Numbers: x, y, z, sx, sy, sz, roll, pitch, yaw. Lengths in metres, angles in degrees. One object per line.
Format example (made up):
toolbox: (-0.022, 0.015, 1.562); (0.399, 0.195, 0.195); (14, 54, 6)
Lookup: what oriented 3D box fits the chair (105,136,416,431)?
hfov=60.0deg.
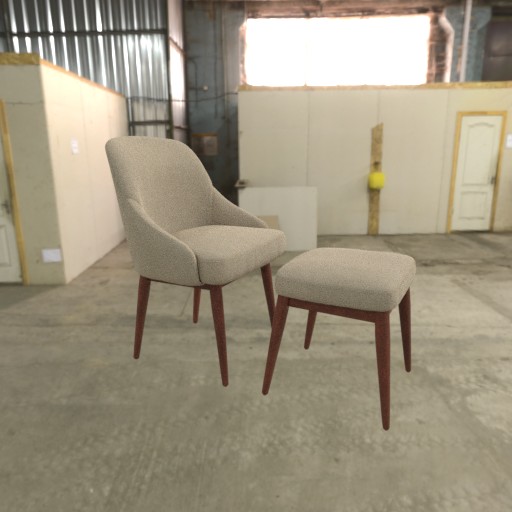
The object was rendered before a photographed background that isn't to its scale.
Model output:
chair: (0.000, 0.000, 1.648); (1.114, 0.866, 0.584); (8, 16, 27)
